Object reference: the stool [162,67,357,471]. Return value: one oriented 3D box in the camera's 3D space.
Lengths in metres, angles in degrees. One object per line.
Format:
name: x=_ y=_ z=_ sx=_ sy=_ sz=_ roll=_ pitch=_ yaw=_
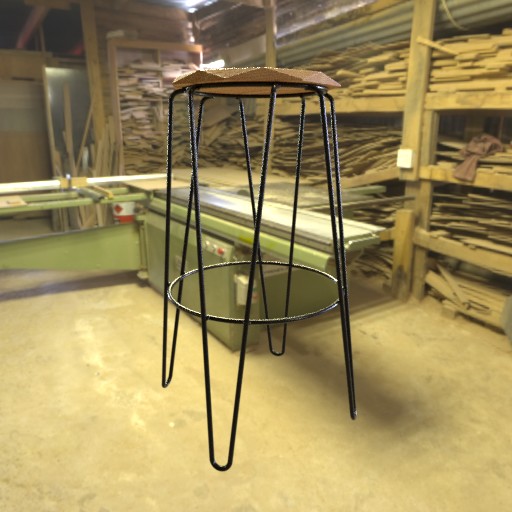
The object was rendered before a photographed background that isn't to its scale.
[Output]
stool: x=0.000 y=0.000 z=0.813 sx=0.326 sy=0.610 sz=0.326 roll=-8 pitch=18 yaw=-27
